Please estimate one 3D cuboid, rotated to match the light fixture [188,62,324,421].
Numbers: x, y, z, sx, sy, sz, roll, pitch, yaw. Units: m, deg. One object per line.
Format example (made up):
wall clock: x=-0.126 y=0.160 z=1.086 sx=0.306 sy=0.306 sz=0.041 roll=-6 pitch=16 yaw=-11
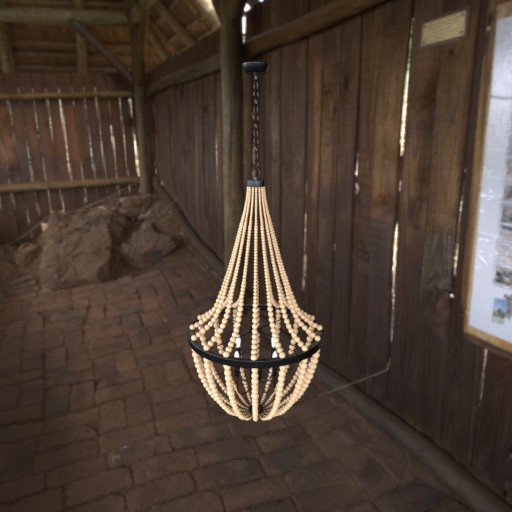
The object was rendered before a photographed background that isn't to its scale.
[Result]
light fixture: x=0.000 y=0.000 z=1.410 sx=0.450 sy=1.133 sz=0.450 roll=0 pitch=15 yaw=0
